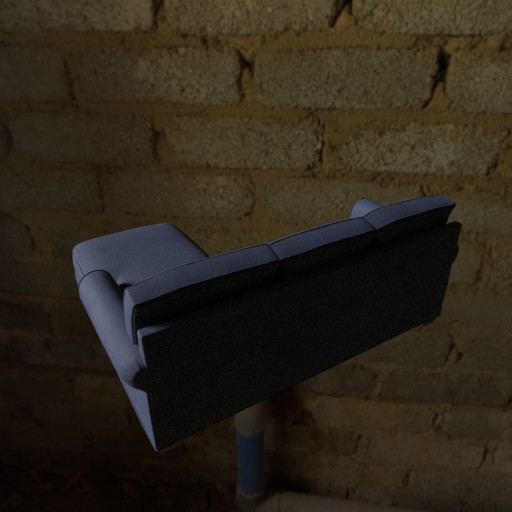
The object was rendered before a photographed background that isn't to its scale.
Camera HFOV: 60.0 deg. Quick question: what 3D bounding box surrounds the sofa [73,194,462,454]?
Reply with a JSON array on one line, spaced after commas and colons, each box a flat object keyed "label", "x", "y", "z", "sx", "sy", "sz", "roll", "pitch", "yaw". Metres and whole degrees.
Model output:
[{"label": "sofa", "x": 0.000, "y": 0.000, "z": 3.410, "sx": 2.567, "sy": 1.063, "sz": 1.780, "roll": -17, "pitch": 34, "yaw": -27}]
